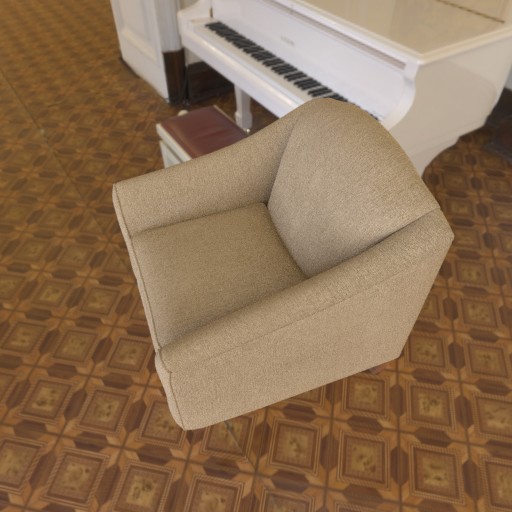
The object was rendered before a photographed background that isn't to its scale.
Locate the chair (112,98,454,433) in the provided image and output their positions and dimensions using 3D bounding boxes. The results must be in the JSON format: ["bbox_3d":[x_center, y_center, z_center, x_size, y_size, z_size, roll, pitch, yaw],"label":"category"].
[{"bbox_3d":[0.000,0.000,1.453,0.787,0.839,0.763,-16,49,-14],"label":"chair"}]
